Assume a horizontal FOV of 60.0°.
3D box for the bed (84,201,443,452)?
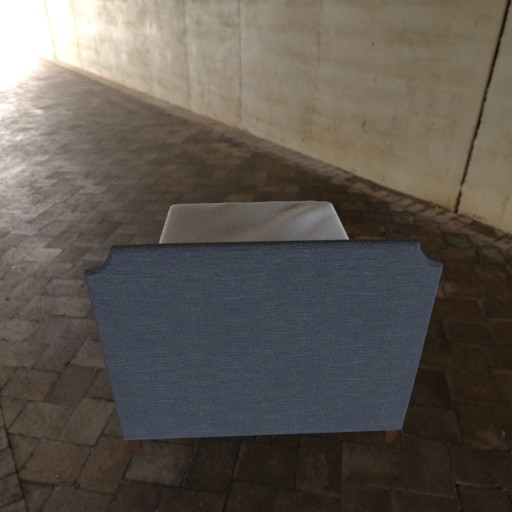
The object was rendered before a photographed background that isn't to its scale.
[{"bbox_3d":[0.000,0.000,3.380,1.713,1.443,2.372,-1,30,-2],"label":"bed"}]
